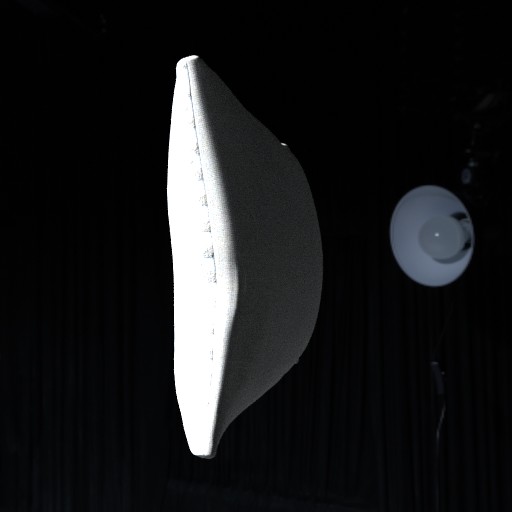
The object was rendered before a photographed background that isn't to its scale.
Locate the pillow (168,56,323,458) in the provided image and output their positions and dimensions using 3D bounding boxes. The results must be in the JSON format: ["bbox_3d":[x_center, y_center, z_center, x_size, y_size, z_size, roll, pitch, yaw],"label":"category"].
[{"bbox_3d":[0.000,0.000,0.768,0.219,0.491,0.496,0,1,17],"label":"pillow"}]
